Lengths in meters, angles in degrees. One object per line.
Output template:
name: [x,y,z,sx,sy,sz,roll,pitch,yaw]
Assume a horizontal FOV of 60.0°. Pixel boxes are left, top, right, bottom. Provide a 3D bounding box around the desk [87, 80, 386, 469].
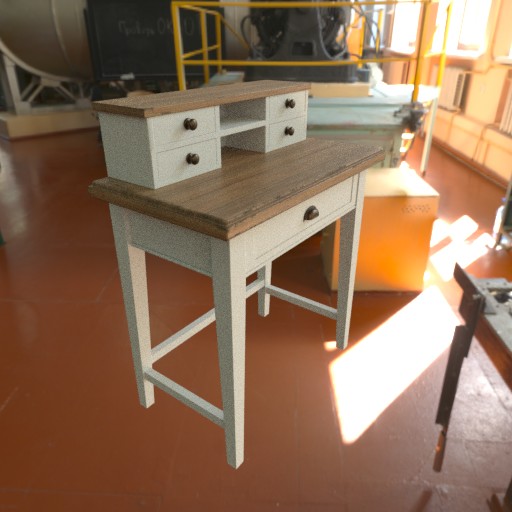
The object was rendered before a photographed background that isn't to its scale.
desk: [0.000,0.000,1.422,0.462,0.981,0.814,19,32,32]
